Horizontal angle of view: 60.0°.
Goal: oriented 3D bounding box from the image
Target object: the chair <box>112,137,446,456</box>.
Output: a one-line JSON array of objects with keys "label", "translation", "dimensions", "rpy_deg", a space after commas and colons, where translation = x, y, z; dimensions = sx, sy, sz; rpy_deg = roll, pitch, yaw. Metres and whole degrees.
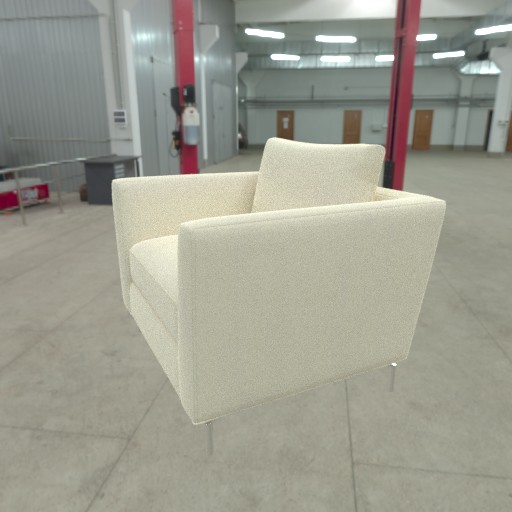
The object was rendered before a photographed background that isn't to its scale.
[{"label": "chair", "translation": [0.000, 0.000, 1.721], "dimensions": [0.889, 0.865, 1.041], "rpy_deg": [-8, 19, -26]}]
